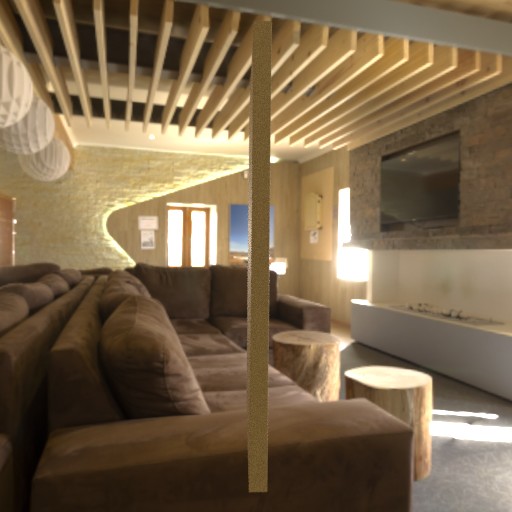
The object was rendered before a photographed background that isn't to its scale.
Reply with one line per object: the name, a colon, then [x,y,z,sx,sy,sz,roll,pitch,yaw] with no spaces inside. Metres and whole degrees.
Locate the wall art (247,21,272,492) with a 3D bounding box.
wall art: [0.000,0.000,1.015,0.039,0.810,0.510,0,1,-2]
